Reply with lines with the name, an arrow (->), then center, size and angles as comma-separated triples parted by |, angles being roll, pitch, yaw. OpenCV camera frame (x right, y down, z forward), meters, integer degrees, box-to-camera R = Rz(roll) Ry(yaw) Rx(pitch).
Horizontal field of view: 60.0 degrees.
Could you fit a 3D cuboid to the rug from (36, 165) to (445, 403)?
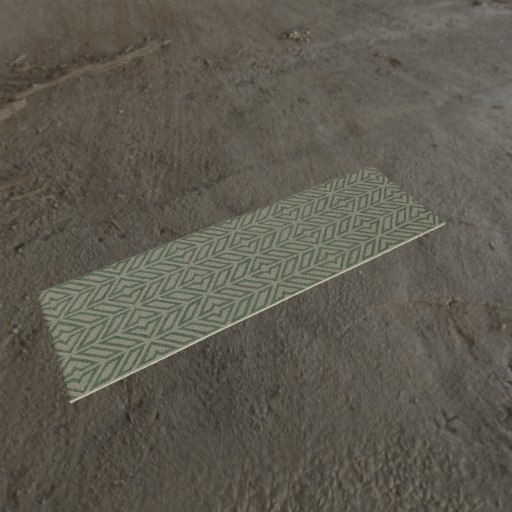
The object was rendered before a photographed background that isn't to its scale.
rug -> 0.000, 0.000, 2.697 | 2.435, 0.009, 0.750 | -23, 51, -20
